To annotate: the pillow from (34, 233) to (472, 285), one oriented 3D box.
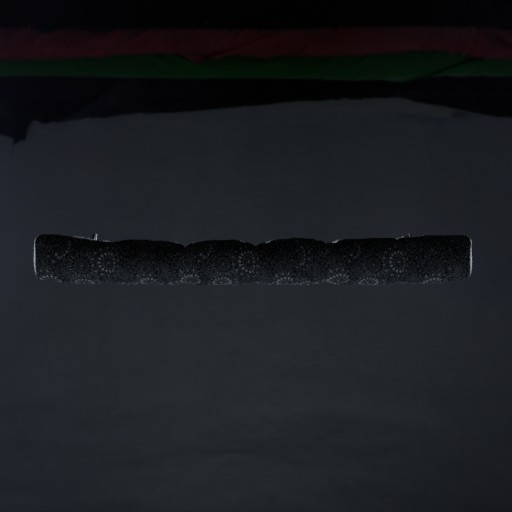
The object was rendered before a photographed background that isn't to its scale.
[{"bbox_3d":[0.000,0.000,1.366,1.194,0.174,0.511,0,-2,-1],"label":"pillow"}]
